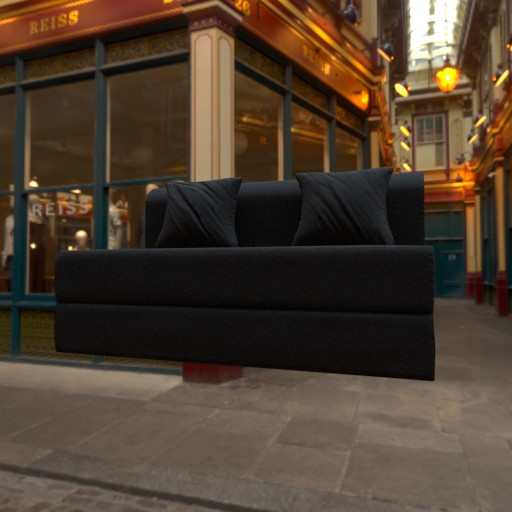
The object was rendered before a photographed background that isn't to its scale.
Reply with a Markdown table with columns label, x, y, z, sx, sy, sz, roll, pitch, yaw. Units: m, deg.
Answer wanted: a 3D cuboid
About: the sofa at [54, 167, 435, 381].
| label | x | y | z | sx | sy | sz | roll | pitch | yaw |
| --- | --- | --- | --- | --- | --- | --- | --- | --- | --- |
| sofa | 0.000 | 0.000 | 1.688 | 1.225 | 0.670 | 0.762 | 0 | -1 | 19 |
